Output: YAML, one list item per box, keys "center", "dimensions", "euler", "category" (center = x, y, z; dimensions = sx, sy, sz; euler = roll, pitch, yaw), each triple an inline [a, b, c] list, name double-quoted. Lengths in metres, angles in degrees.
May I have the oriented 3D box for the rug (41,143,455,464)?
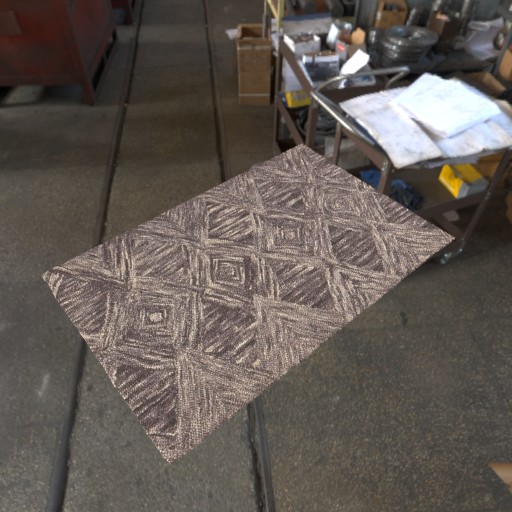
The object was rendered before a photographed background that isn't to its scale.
- center: [0.000, 0.000, 2.299]
  dimensions: [1.814, 0.012, 1.186]
  euler: [-32, 55, -26]
  category: "rug"
